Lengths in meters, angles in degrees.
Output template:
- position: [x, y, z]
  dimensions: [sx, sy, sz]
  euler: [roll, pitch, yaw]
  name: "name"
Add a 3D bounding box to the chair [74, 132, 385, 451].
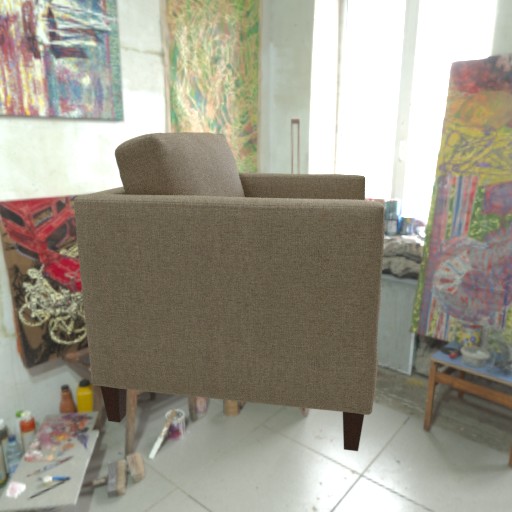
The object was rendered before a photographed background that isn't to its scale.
- position: [0.000, 0.000, 1.826]
  dimensions: [0.959, 0.987, 1.107]
  euler: [3, 15, 10]
  name: "chair"
